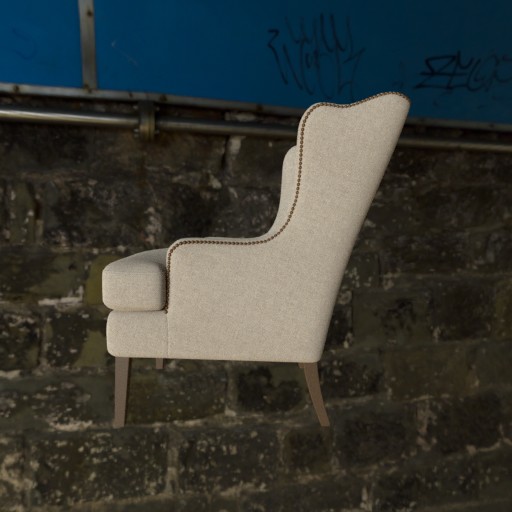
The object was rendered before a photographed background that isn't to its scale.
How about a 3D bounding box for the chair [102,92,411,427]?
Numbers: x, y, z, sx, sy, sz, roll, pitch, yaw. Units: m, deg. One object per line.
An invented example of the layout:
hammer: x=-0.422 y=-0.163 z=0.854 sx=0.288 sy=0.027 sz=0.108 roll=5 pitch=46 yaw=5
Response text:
chair: x=0.000 y=0.000 z=1.661 sx=0.940 sy=1.029 sz=0.737 roll=0 pitch=3 yaw=-1
